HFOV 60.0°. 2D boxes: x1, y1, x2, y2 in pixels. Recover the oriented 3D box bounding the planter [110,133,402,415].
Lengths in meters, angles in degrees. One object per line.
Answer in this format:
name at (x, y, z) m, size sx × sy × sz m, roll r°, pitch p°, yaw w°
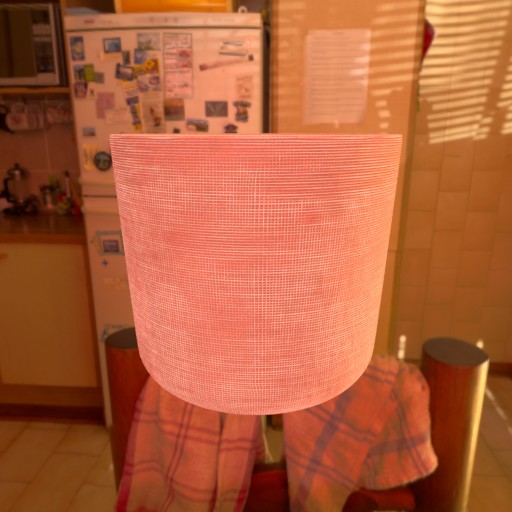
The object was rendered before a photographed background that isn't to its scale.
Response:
planter at (0.000, 0.000, 0.751) m, size 0.440 × 0.398 × 0.440 m, roll 0°, pitch 16°, yaw 0°
